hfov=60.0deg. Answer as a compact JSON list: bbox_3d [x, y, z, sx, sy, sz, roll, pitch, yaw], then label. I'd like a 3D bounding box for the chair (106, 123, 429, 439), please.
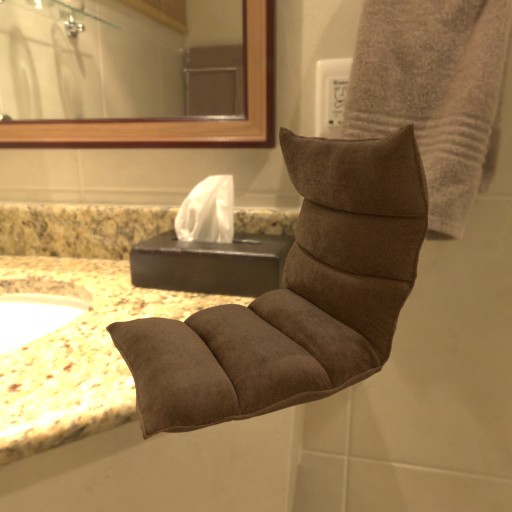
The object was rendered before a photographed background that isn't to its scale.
[{"bbox_3d":[0.000,0.000,1.563,0.985,0.892,0.714,-7,17,-24],"label":"chair"}]
